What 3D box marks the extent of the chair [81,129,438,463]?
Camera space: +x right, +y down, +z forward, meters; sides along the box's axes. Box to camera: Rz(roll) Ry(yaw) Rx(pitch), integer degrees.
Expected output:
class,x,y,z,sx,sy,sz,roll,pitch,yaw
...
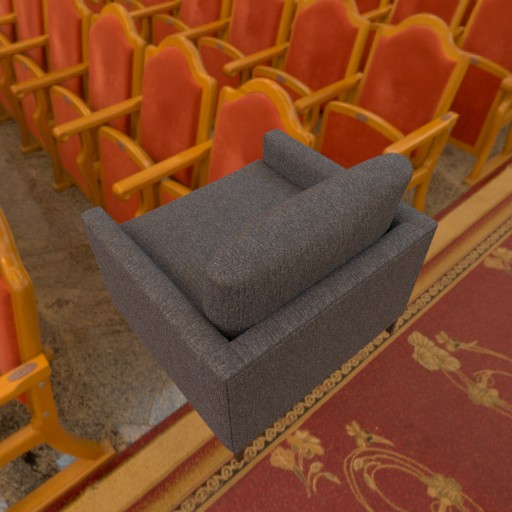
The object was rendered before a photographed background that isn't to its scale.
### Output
class,x,y,z,sx,sy,sz,roll,pitch,yaw
chair,0.000,0.000,1.675,0.963,0.861,0.866,-31,53,-27
